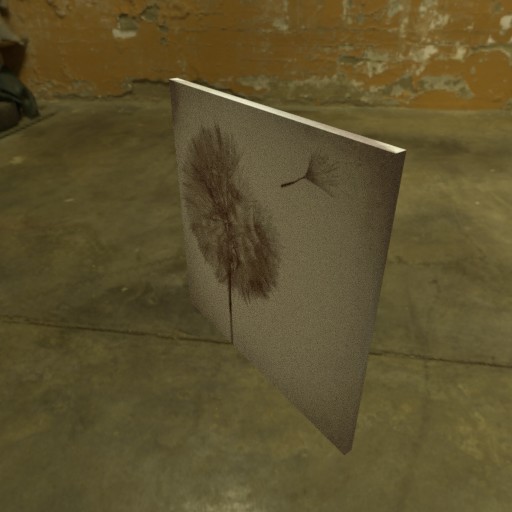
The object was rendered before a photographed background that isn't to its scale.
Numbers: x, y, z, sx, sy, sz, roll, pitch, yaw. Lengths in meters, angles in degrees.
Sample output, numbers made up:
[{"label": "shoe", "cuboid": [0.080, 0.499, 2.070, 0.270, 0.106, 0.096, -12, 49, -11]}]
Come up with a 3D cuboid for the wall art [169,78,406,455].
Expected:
[{"label": "wall art", "cuboid": [0.000, 0.000, 1.152, 0.027, 0.762, 0.762, -21, 38, -30]}]
